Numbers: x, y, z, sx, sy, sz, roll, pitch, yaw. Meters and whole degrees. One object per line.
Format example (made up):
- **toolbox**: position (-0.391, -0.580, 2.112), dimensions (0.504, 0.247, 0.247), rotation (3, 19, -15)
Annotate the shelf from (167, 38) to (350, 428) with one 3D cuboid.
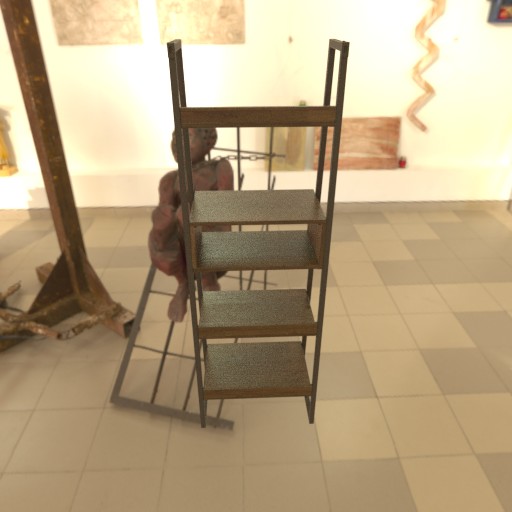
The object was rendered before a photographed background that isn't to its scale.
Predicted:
- **shelf**: position (0.000, 0.000, 2.263), dimensions (0.652, 2.005, 0.454), rotation (-1, 30, -2)
